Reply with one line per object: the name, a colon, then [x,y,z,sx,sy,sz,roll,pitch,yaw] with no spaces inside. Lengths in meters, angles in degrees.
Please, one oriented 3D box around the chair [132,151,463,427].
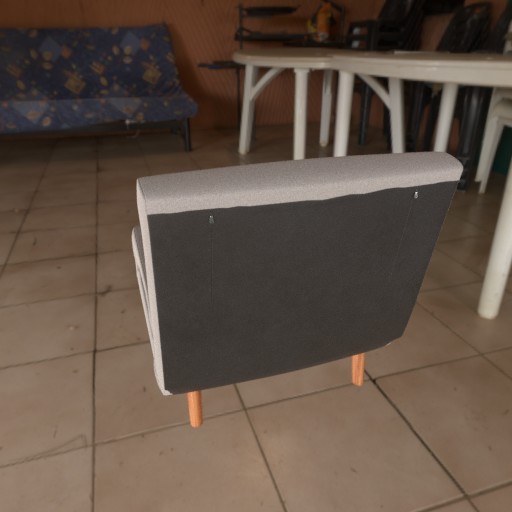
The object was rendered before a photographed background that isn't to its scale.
chair: [0.000,0.000,1.484,0.770,0.808,0.902,-8,27,-17]
